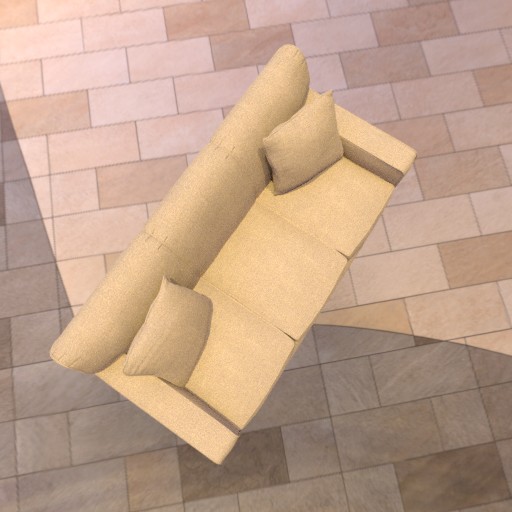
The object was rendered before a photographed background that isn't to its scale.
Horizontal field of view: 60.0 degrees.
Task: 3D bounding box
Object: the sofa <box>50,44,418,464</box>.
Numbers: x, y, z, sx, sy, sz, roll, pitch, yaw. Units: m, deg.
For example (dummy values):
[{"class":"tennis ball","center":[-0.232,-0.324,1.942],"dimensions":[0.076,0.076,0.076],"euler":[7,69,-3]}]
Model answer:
[{"class":"sofa","center":[0.000,0.000,2.566],"dimensions":[0.997,0.958,2.024],"euler":[33,78,8]}]
